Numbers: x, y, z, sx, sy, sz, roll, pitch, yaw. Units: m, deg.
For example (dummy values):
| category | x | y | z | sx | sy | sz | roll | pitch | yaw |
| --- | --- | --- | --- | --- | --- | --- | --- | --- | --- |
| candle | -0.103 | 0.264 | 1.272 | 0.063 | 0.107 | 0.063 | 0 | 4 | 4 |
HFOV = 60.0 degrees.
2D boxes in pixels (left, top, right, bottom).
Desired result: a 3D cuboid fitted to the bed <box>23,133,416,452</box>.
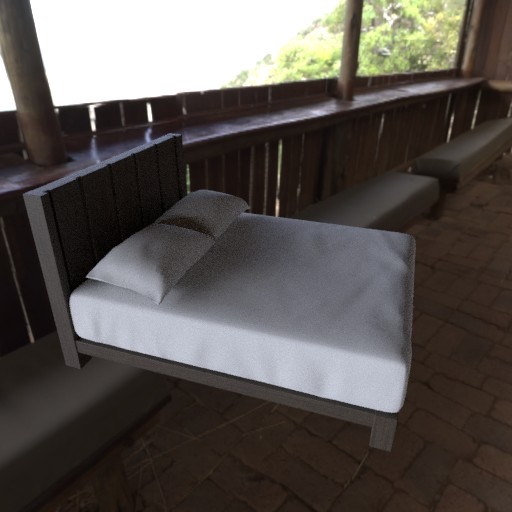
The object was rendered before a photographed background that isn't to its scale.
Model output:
| category | x | y | z | sx | sy | sz | roll | pitch | yaw |
| --- | --- | --- | --- | --- | --- | --- | --- | --- | --- |
| bed | 0.000 | 0.000 | 3.240 | 2.242 | 1.270 | 1.727 | 9 | 29 | 17 |
